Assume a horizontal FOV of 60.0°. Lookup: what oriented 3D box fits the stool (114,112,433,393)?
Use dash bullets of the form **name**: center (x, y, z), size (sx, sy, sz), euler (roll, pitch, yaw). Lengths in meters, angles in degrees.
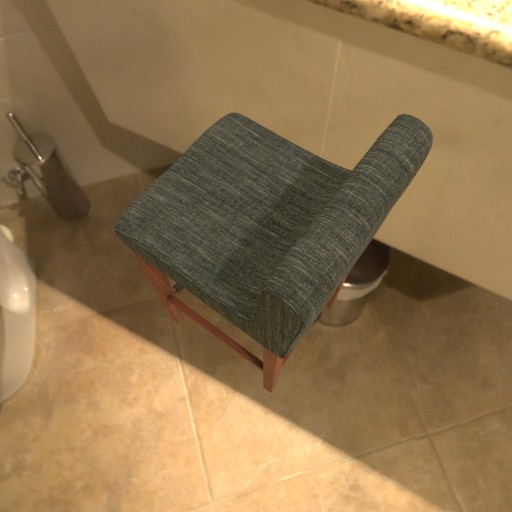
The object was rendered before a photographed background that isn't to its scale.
- **stool**: center (0.000, 0.000, 1.066), size (0.459, 0.835, 0.395), euler (33, 68, 15)
